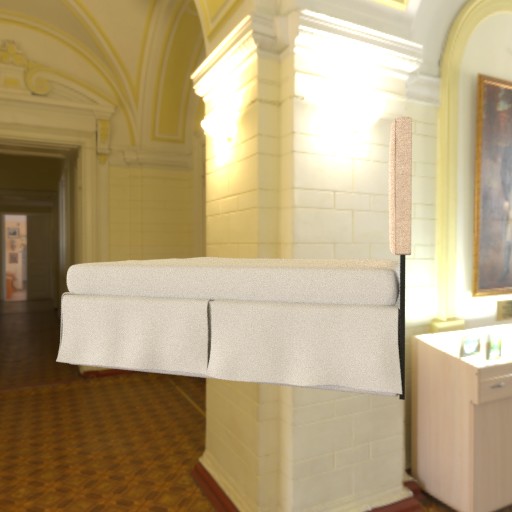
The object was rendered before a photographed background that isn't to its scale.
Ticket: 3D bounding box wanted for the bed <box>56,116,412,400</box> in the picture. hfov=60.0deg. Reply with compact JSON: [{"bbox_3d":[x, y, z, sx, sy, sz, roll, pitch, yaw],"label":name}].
[{"bbox_3d":[0.000,0.000,3.025,1.978,1.270,1.643,0,1,19],"label":"bed"}]
